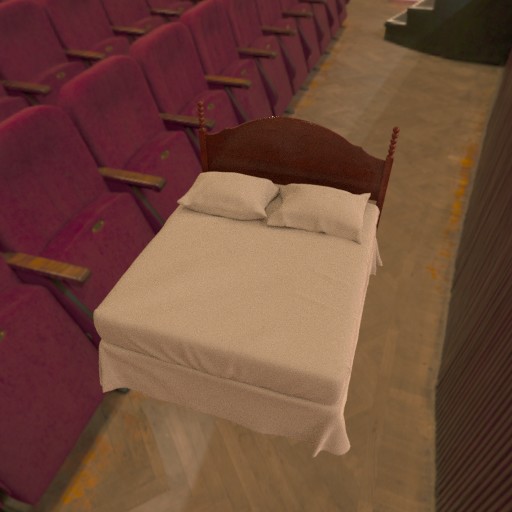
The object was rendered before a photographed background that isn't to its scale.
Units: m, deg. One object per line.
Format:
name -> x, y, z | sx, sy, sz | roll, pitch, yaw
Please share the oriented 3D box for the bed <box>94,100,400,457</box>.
bed -> 0.000, 0.000, 3.246 | 1.873, 1.356, 2.040 | 12, 43, 13
